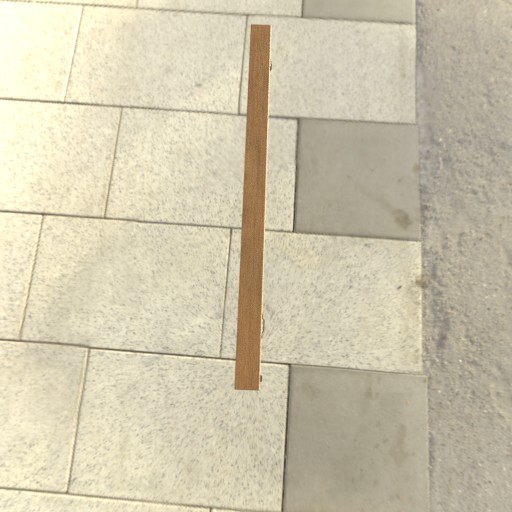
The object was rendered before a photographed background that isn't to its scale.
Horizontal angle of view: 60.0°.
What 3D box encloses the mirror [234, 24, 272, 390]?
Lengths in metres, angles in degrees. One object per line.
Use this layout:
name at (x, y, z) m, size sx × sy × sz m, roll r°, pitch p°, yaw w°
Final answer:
mirror at (0.000, 0.000, 1.144) m, size 0.040 × 0.915 × 0.609 m, roll 2°, pitch 77°, yaw 0°
